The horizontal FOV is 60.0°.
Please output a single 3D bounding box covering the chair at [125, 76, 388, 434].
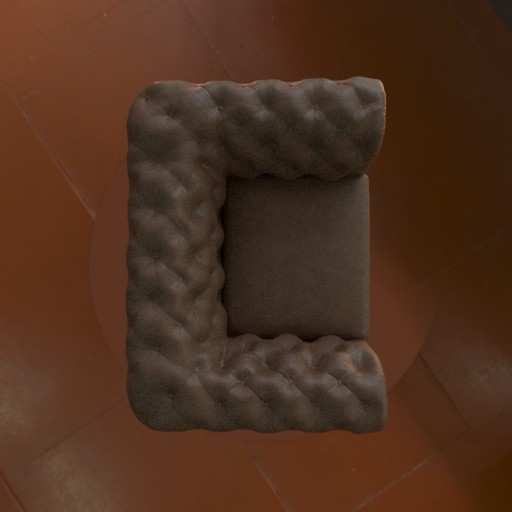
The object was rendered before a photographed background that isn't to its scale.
[{"bbox_3d":[0.000,0.000,1.891,0.954,0.784,1.298,0,89,1],"label":"chair"}]
